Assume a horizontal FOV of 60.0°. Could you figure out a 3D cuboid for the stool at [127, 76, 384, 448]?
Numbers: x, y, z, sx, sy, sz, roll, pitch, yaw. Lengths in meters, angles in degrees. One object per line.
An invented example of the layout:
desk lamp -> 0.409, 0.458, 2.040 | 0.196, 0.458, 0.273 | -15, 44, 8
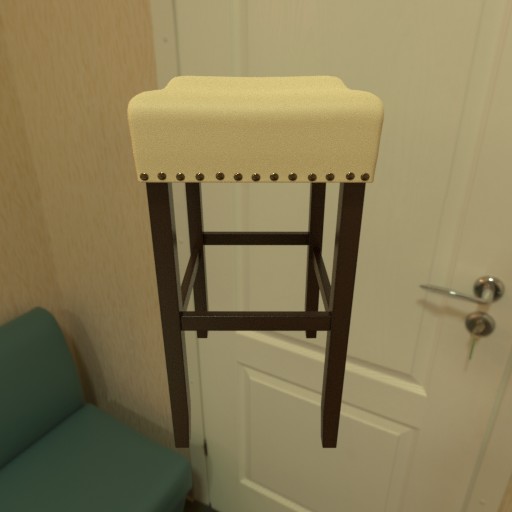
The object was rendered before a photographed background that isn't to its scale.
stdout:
stool -> 0.000, 0.000, 1.042 | 0.401, 0.762, 0.471 | 0, 26, 0
